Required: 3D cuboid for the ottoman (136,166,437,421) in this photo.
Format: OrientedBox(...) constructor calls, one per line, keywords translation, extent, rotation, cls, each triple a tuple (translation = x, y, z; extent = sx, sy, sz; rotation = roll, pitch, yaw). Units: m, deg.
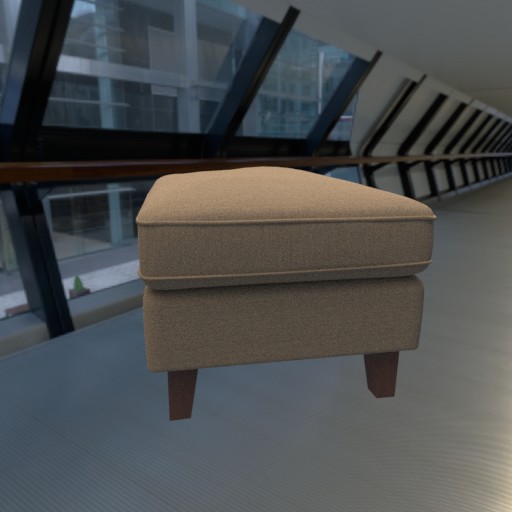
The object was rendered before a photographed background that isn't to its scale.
OrientedBox(translation=(0.000, 0.000, 1.349), extent=(0.636, 0.521, 0.945), rotation=(-3, 14, -10), cls="ottoman")
